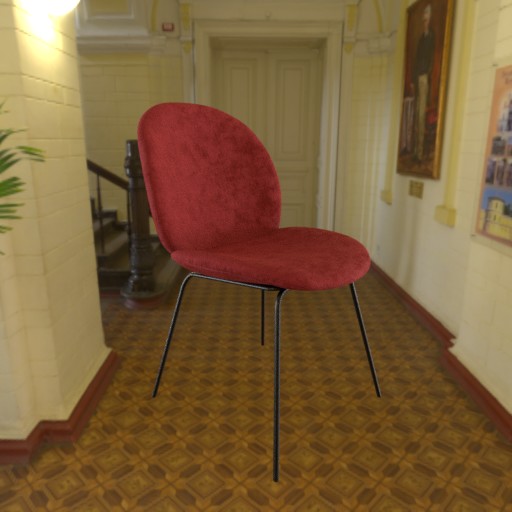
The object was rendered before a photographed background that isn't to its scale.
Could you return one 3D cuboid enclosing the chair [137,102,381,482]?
[{"bbox_3d":[0.000,0.000,1.164,0.587,0.791,0.458,14,20,42],"label":"chair"}]
